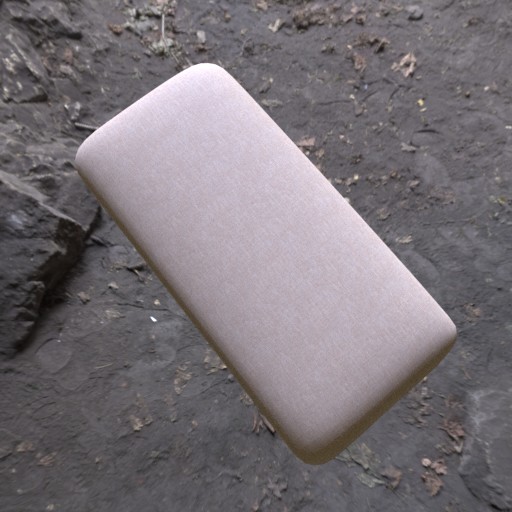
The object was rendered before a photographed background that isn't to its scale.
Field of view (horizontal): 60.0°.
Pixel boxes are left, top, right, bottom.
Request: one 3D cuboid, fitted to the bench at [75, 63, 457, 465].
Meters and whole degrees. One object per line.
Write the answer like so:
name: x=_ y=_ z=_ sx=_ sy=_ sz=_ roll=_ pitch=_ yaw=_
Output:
bench: x=0.000 y=0.000 z=1.238 sx=0.483 sy=0.483 sz=0.991 roll=-38 pitch=80 yaw=-8
